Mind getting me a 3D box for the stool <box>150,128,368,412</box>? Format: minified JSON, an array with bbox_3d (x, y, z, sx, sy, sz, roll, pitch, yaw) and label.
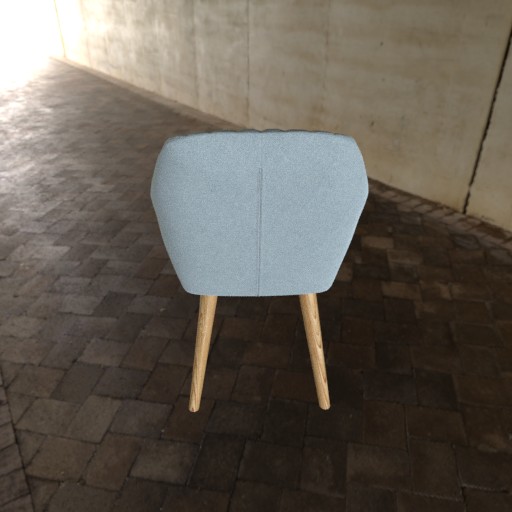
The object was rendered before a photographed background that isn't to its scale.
[{"bbox_3d":[0.000,0.000,1.224,0.503,0.830,0.590,-1,30,-1],"label":"stool"}]
